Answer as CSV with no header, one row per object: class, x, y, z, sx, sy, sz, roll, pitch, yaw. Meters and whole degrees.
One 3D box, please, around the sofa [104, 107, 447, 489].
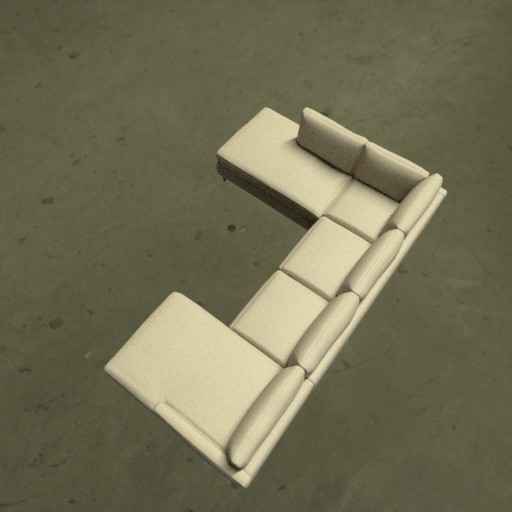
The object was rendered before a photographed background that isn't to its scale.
sofa,0.000,0.000,3.501,1.879,0.756,2.737,34,66,17
